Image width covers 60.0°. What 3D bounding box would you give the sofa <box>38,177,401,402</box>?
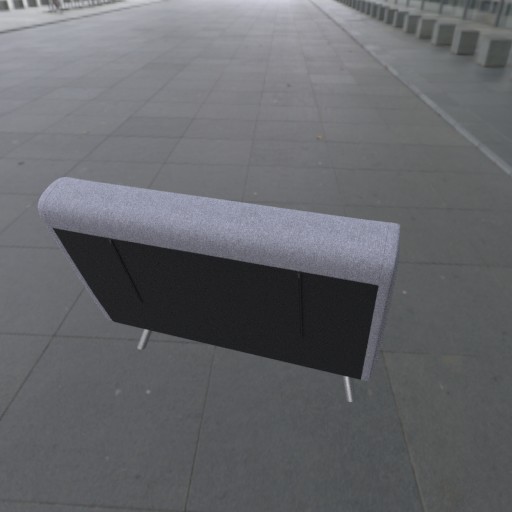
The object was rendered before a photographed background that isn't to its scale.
[{"bbox_3d":[0.000,0.000,1.719,1.020,0.825,1.000,10,33,15],"label":"sofa"}]
